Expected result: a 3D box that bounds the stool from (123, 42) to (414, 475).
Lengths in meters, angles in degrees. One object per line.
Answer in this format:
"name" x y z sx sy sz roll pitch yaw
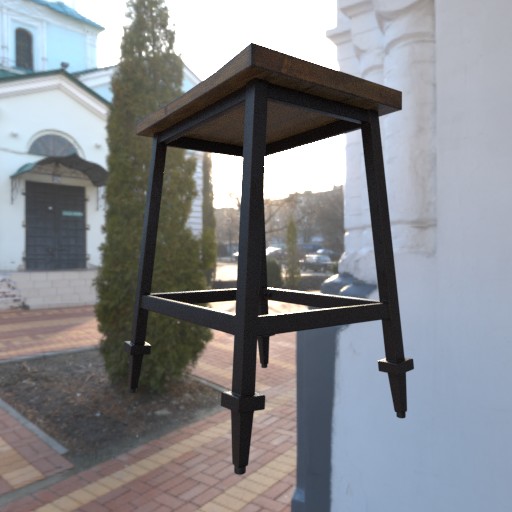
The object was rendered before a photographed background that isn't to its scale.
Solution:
"stool" 0.000 0.000 0.934 0.405 0.625 0.486 0 1 -35
